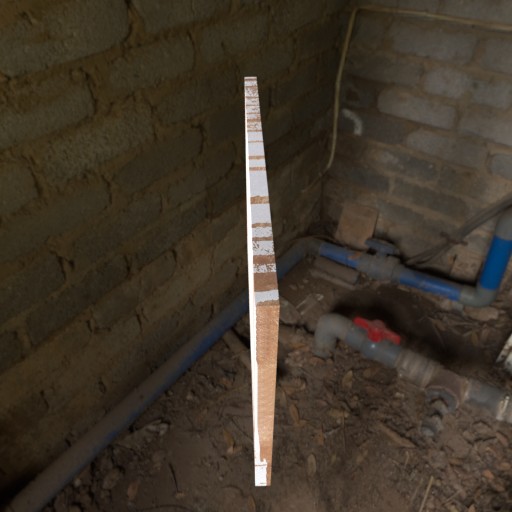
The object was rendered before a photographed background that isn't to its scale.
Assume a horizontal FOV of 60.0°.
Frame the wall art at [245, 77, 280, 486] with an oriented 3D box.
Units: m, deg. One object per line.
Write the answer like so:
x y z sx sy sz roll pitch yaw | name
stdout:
0.000 0.000 1.166 0.035 0.609 0.914 -1 41 -2 | wall art
